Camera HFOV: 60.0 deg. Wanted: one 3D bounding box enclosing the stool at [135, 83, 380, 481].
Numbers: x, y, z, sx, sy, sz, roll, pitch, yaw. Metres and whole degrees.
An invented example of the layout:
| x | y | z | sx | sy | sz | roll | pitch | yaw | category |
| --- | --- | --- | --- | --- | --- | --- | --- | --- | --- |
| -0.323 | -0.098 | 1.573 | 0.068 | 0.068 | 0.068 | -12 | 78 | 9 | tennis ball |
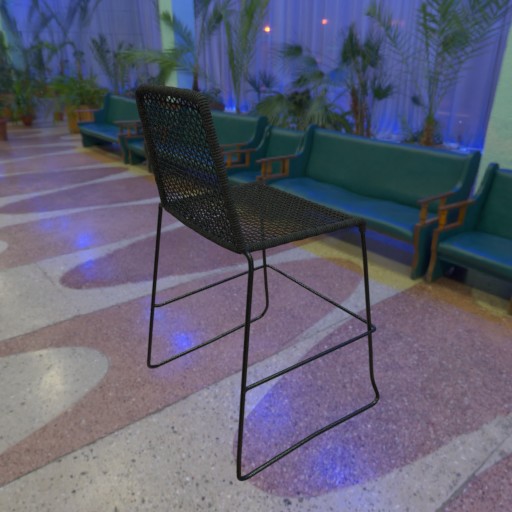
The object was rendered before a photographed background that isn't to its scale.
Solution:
| x | y | z | sx | sy | sz | roll | pitch | yaw | category |
| --- | --- | --- | --- | --- | --- | --- | --- | --- | --- |
| 0.000 | 0.000 | 1.230 | 0.509 | 0.905 | 0.590 | -18 | 31 | -33 | stool |
